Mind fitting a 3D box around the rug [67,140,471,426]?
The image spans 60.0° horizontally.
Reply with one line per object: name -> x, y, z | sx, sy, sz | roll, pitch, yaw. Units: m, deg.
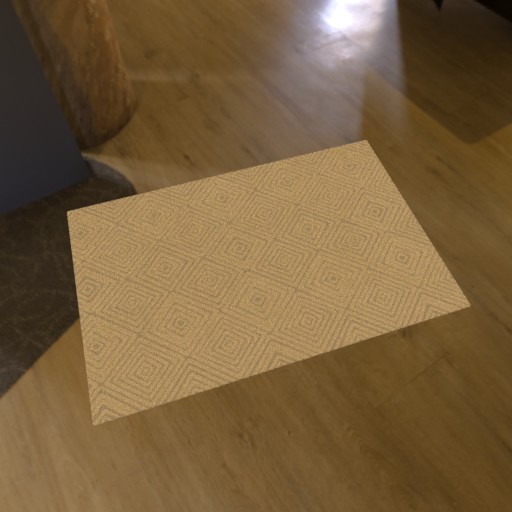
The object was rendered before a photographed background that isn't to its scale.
rug -> 0.000, 0.000, 2.226 | 1.753, 0.008, 1.143 | -15, 60, -9
